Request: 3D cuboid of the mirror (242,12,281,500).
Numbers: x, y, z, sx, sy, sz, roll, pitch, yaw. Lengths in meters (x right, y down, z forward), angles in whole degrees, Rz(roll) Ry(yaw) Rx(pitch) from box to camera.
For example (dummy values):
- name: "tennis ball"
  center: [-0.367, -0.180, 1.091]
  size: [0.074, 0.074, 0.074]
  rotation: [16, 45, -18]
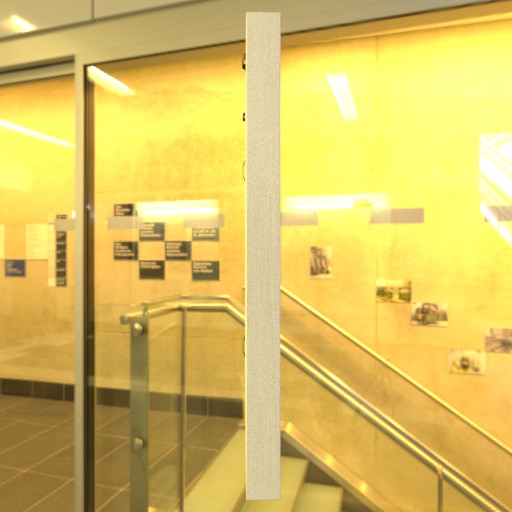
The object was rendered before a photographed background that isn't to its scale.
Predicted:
- name: "mirror"
  center: [0.000, 0.000, 0.665]
  size: [0.041, 0.509, 0.406]
  rotation: [0, 0, -2]
